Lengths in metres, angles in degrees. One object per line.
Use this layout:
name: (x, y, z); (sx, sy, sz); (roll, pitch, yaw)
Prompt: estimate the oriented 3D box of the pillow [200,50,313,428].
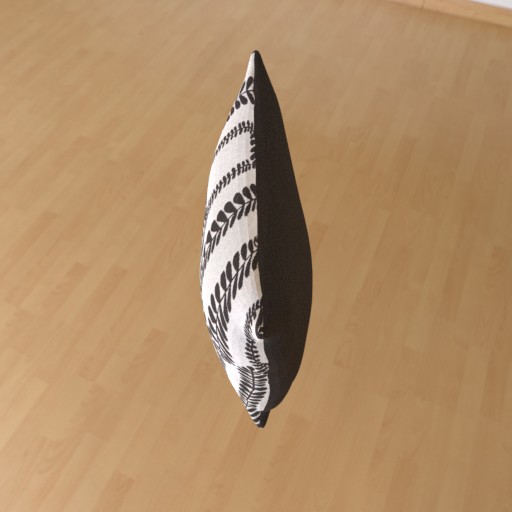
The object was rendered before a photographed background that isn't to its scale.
pillow: (0.000, 0.000, 0.702); (0.182, 0.441, 0.440); (0, 58, 0)
